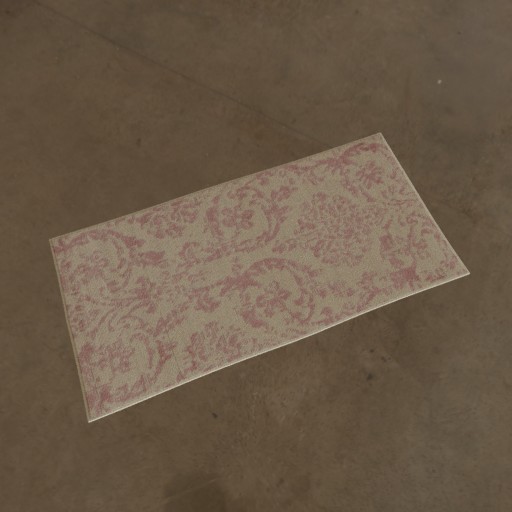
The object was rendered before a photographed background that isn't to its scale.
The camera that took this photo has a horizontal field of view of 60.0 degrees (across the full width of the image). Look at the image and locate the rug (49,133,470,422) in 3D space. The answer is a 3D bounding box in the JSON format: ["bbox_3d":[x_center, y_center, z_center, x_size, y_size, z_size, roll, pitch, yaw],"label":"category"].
[{"bbox_3d":[0.000,0.000,1.423,1.219,0.007,0.604,-19,67,-9],"label":"rug"}]
